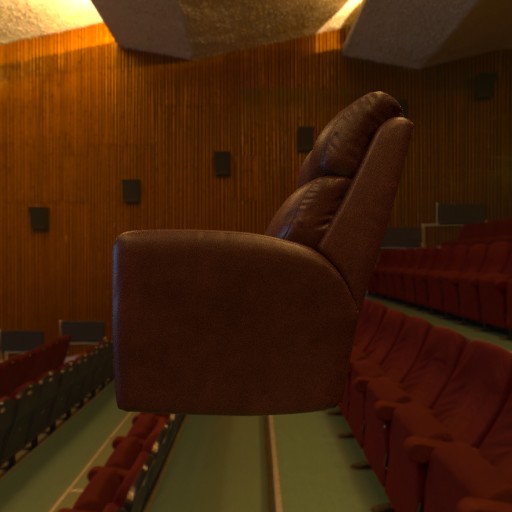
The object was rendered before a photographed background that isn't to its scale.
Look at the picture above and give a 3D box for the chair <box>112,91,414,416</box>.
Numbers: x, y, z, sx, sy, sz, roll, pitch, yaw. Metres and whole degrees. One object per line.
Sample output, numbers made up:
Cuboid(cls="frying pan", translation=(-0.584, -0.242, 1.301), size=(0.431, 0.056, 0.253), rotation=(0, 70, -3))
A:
Cuboid(cls="chair", translation=(0.000, 0.000, 1.665), size=(0.939, 1.016, 0.787), rotation=(0, 0, -1))
